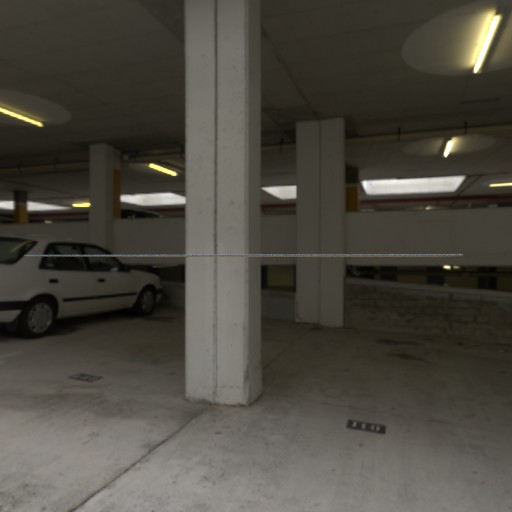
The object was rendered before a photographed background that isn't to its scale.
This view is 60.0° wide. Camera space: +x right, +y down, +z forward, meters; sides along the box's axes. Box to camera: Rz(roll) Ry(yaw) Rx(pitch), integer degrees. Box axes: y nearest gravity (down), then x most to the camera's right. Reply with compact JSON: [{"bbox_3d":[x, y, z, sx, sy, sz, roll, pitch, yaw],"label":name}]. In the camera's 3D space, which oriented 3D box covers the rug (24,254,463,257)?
[{"bbox_3d":[0.000,0.000,2.899,2.286,0.006,1.522,0,0,18],"label":"rug"}]
